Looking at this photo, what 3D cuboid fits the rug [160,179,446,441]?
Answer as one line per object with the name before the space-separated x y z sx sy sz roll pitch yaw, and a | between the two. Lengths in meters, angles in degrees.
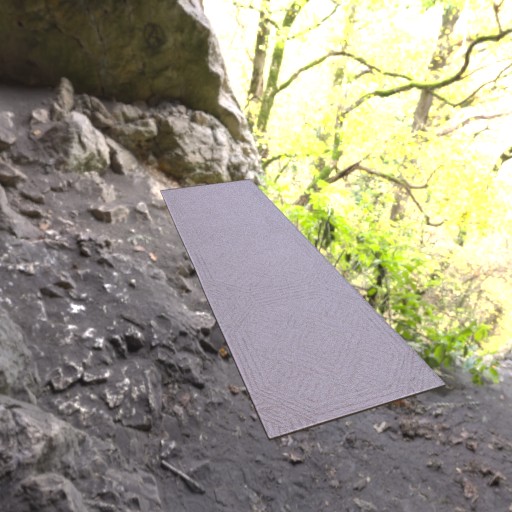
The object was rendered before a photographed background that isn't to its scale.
rug | 0.000 0.000 2.677 0.775 0.012 2.452 -10 32 -17
